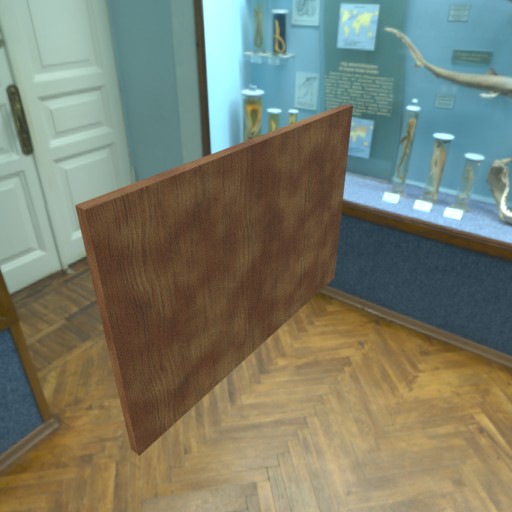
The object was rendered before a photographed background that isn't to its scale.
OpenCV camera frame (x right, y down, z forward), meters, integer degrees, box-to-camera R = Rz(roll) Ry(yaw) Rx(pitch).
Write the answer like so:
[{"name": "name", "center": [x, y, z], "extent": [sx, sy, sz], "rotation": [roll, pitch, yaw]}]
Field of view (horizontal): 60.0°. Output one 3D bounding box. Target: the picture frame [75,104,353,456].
[{"name": "picture frame", "center": [0.000, 0.000, 1.215], "extent": [0.029, 0.640, 0.950], "rotation": [21, 37, 31]}]
